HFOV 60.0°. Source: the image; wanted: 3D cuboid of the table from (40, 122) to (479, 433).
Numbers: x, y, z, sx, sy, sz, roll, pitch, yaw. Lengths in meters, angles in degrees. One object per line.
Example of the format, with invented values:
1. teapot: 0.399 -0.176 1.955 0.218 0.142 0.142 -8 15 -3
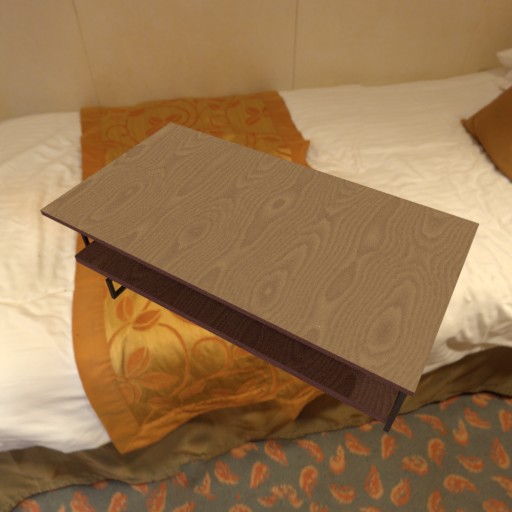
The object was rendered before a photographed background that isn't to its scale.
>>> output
1. table: 0.000 0.000 1.495 1.197 0.347 0.651 23 50 21
